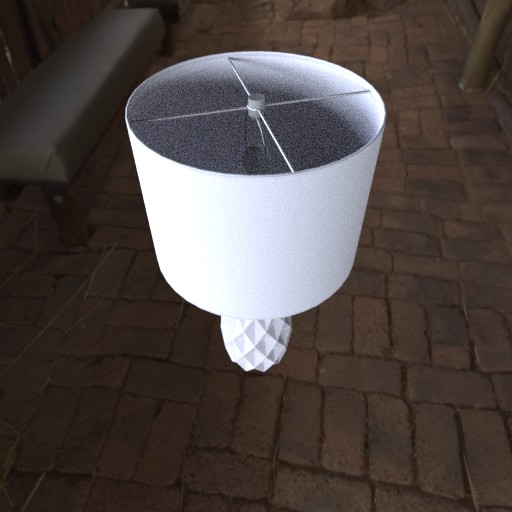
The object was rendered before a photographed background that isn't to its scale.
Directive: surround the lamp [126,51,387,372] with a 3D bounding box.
[{"bbox_3d":[0.000,0.000,0.697,0.297,0.522,0.297,0,46,0],"label":"lamp"}]
